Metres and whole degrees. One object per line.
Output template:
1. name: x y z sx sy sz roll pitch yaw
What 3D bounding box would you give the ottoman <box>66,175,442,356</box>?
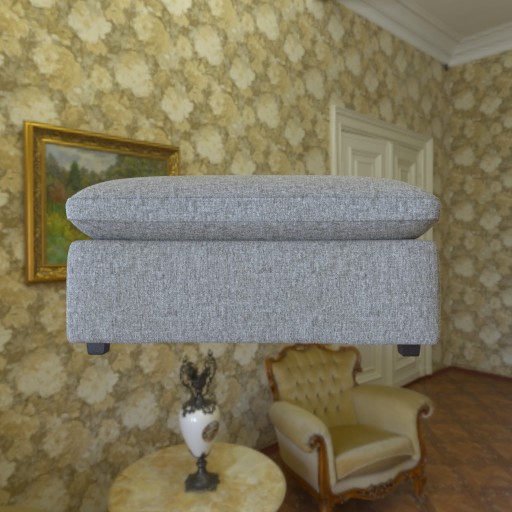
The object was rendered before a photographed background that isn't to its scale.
1. ottoman: 0.000 0.000 1.644 1.035 0.526 1.039 0 1 1
